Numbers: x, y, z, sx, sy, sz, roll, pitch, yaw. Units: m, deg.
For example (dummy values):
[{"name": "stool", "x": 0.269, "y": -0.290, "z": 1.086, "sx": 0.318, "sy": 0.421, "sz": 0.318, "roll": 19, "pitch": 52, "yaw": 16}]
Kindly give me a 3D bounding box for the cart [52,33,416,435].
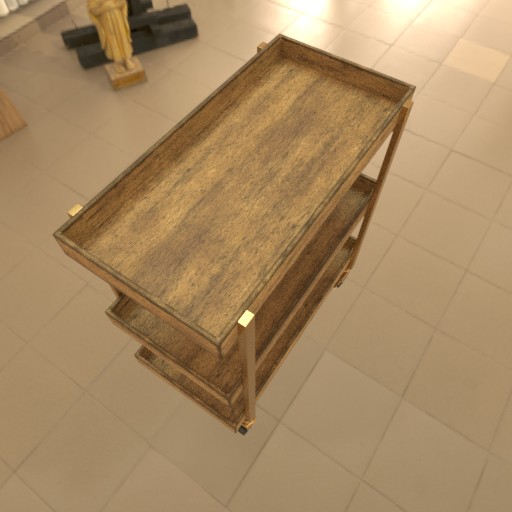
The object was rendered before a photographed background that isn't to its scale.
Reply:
[{"name": "cart", "x": 0.000, "y": 0.000, "z": 1.236, "sx": 0.416, "sy": 0.799, "sz": 0.750, "roll": 30, "pitch": 63, "yaw": 17}]
